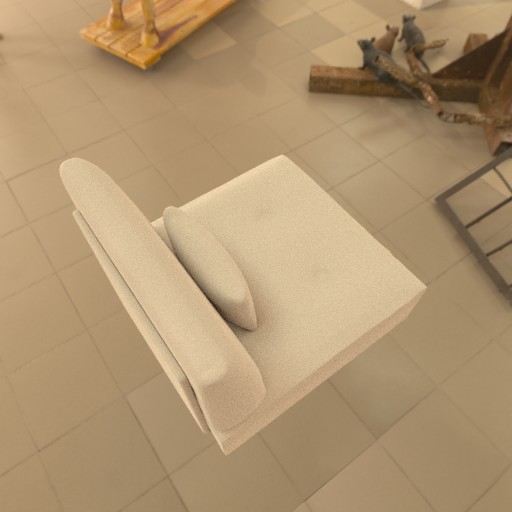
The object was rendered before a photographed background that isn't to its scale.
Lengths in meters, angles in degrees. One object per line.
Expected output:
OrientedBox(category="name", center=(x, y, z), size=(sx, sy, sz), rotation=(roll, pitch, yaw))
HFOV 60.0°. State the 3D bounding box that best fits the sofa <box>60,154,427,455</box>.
OrientedBox(category="sofa", center=(0.000, 0.000, 1.703), size=(1.000, 0.828, 0.935), rotation=(-31, 62, -19))
